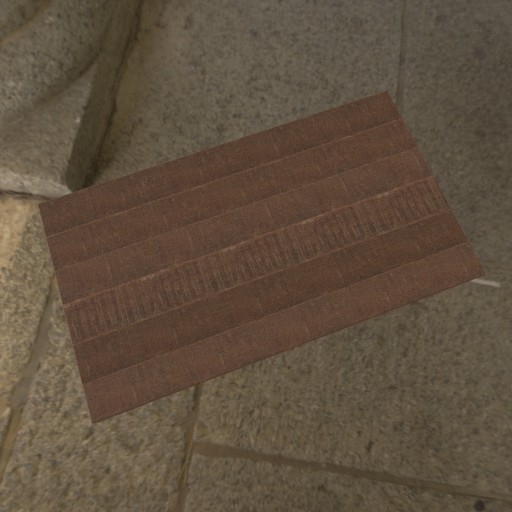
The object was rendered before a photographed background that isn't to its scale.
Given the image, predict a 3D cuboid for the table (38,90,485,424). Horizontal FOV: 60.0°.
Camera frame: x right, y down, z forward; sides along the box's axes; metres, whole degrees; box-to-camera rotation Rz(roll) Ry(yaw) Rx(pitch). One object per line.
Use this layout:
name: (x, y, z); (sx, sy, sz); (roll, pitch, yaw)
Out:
table: (0.000, 0.000, 1.784); (1.400, 0.440, 0.800); (-20, 74, -6)
